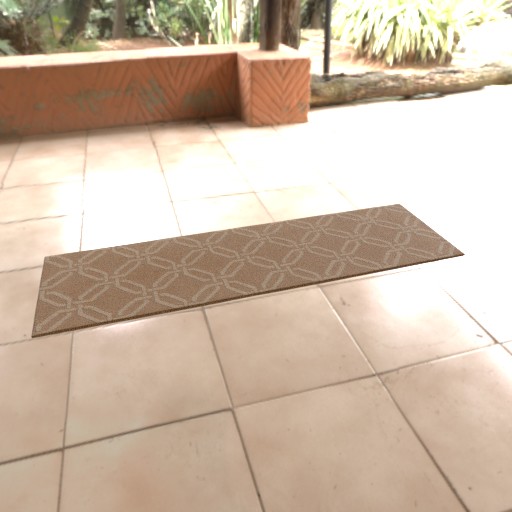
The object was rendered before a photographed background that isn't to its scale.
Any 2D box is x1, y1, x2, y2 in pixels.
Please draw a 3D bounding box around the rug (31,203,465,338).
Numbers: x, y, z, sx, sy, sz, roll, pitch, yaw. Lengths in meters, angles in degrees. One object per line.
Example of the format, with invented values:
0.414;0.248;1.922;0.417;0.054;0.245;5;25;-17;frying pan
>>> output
0.000;0.000;2.497;2.276;0.014;0.678;-10;34;-14;rug
